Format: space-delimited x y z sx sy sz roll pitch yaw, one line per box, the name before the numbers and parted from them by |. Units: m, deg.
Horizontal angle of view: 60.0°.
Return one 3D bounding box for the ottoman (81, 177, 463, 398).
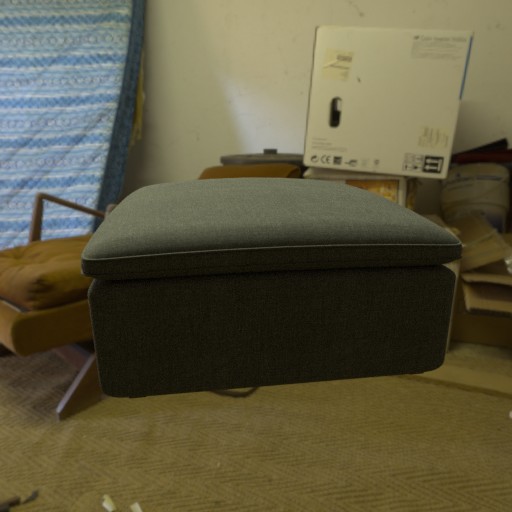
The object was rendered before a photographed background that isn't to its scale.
ottoman | 0.000 0.000 1.708 1.067 0.559 1.067 -2 16 -8
